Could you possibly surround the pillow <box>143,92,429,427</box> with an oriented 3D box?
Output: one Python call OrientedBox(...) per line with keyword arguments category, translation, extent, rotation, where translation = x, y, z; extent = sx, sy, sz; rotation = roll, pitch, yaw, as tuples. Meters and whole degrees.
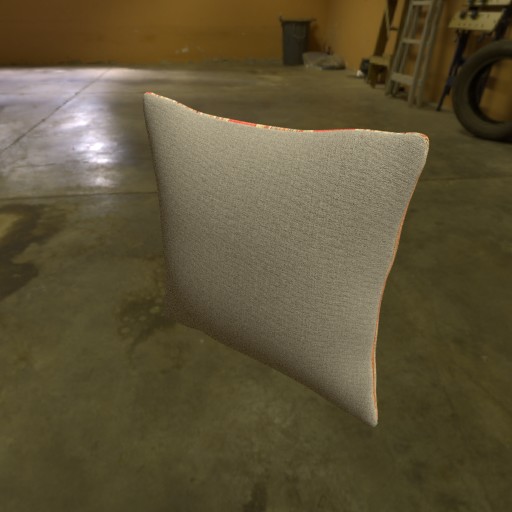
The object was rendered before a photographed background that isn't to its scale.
OrientedBox(category="pillow", translation=(0.000, 0.000, 0.650), extent=(0.437, 0.419, 0.136), rotation=(21, 35, 32))
